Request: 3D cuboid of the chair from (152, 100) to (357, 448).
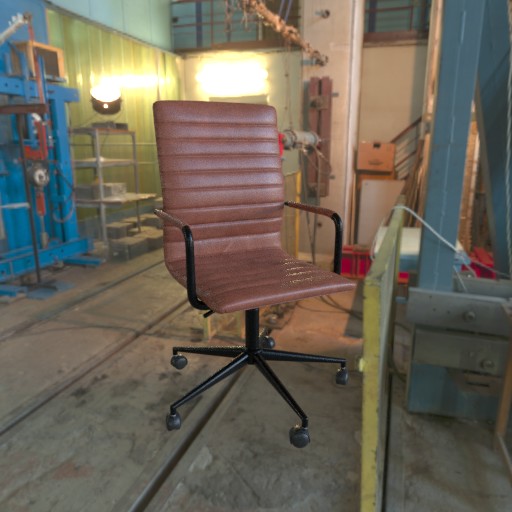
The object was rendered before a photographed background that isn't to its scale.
[{"bbox_3d":[0.000,0.000,1.265,0.600,0.878,0.578,-7,16,-26],"label":"chair"}]
